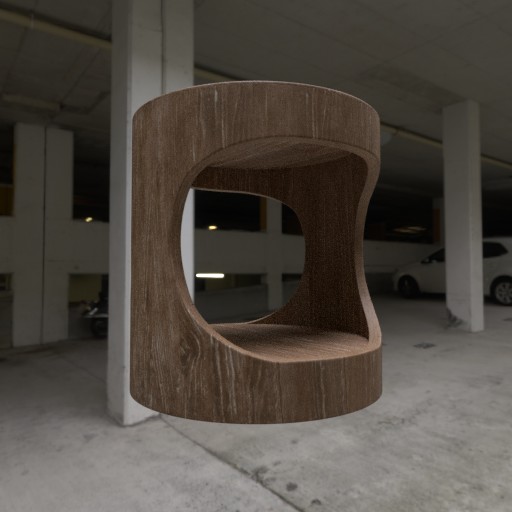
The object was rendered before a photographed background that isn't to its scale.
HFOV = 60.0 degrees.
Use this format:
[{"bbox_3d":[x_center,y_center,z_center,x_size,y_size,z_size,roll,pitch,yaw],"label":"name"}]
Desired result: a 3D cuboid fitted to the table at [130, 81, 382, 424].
[{"bbox_3d":[0.000,0.000,0.971,0.527,0.551,0.527,0,-2,0],"label":"table"}]
